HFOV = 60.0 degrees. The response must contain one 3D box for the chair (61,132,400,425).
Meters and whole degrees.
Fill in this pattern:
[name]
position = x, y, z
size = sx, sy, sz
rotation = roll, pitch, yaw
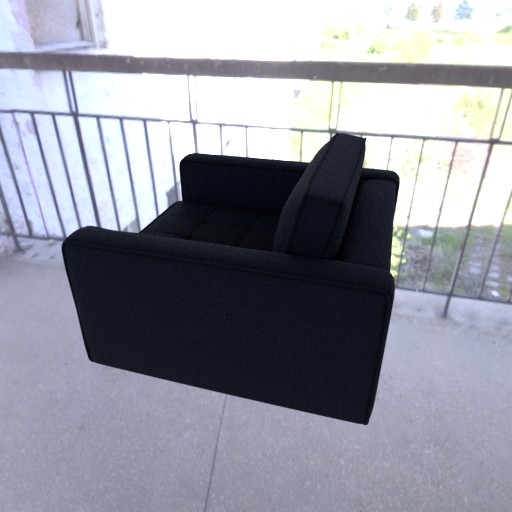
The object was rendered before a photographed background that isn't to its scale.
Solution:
[chair]
position = 0.000, 0.000, 1.579
size = 0.920, 0.770, 0.899
rotation = 8, 31, 14
